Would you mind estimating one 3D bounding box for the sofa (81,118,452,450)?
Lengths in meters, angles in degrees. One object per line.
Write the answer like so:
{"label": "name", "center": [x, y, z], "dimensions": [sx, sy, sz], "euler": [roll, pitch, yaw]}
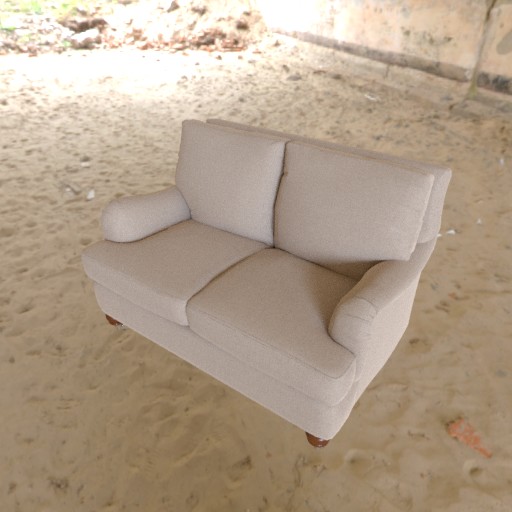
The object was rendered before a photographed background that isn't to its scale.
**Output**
{"label": "sofa", "center": [0.000, 0.000, 2.231], "dimensions": [1.508, 1.048, 1.087], "euler": [21, 38, 30]}
